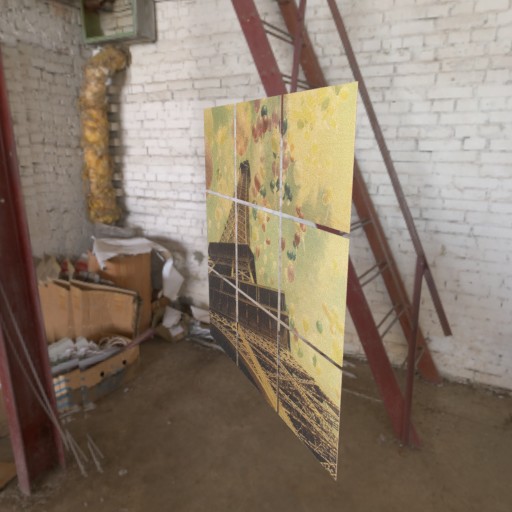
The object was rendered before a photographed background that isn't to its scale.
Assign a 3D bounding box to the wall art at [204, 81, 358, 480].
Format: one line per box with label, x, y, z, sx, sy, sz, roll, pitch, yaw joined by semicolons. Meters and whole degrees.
wall art;0.000;0.000;2.254;0.002;1.505;1.517;-7;16;-24
